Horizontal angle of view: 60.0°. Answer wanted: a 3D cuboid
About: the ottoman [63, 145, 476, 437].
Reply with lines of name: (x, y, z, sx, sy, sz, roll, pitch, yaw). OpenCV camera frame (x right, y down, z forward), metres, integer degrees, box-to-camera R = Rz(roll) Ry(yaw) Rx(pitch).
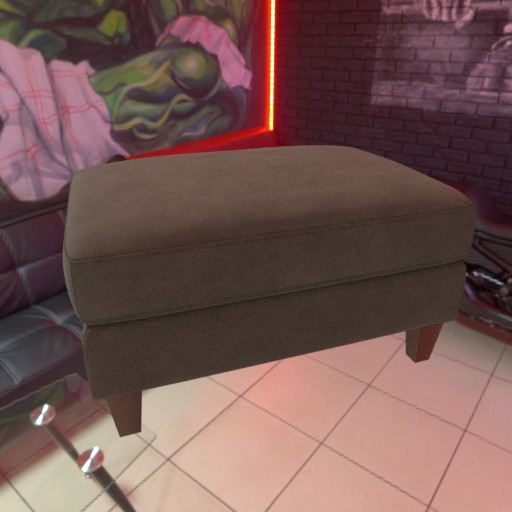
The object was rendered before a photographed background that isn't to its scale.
ottoman: (0.000, 0.000, 1.141, 0.864, 0.483, 0.584, -9, 27, -17)
